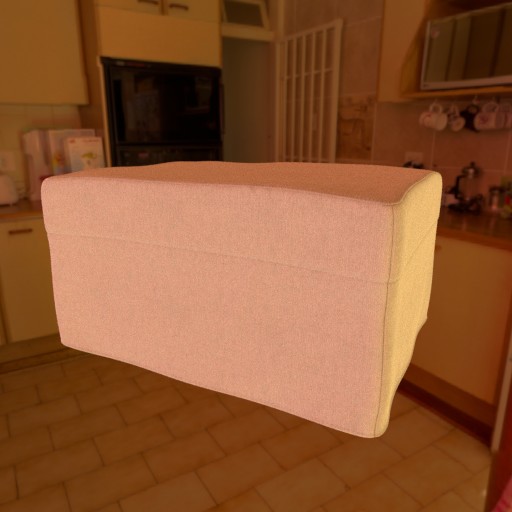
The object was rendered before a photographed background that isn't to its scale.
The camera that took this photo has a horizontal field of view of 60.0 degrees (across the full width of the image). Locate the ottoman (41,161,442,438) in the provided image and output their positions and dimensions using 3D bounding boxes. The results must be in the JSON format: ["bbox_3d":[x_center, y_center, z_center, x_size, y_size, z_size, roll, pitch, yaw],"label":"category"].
[{"bbox_3d":[0.000,0.000,1.180,0.833,0.461,0.648,8,18,26],"label":"ottoman"}]
